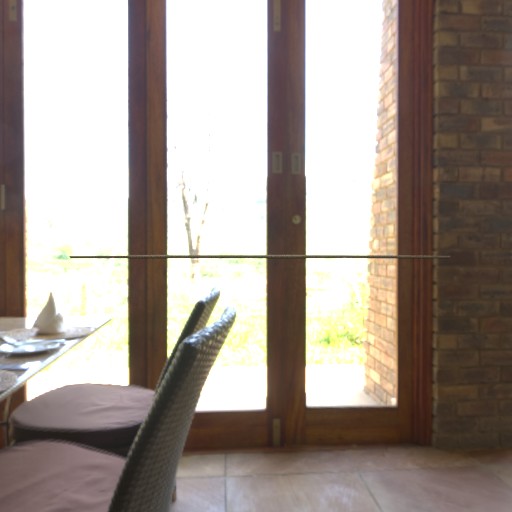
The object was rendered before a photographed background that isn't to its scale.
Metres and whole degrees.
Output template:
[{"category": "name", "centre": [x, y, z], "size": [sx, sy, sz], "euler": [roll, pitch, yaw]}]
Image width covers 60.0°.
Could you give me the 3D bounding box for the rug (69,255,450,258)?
[{"category": "rug", "centre": [0.000, 0.000, 2.330], "size": [1.219, 0.008, 1.829], "euler": [0, 0, -1]}]
